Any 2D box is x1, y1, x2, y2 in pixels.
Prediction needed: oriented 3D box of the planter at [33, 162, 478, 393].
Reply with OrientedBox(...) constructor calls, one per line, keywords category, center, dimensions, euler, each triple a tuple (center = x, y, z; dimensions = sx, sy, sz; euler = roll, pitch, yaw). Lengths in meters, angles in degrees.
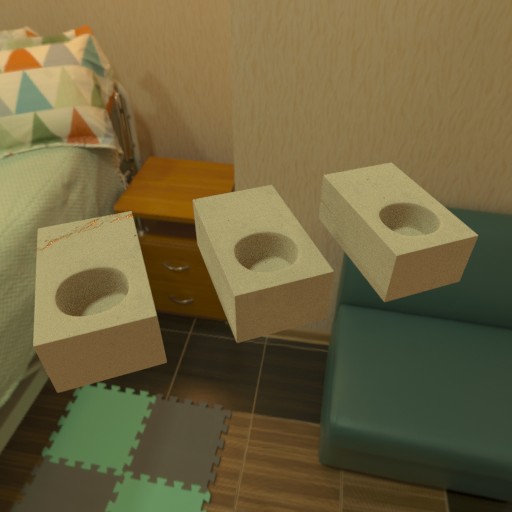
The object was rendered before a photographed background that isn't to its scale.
OrientedBox(category="planter", center=(0.000, 0.000, 0.375), dimensions=(0.333, 0.051, 0.127), euler=(-13, 42, -15))
